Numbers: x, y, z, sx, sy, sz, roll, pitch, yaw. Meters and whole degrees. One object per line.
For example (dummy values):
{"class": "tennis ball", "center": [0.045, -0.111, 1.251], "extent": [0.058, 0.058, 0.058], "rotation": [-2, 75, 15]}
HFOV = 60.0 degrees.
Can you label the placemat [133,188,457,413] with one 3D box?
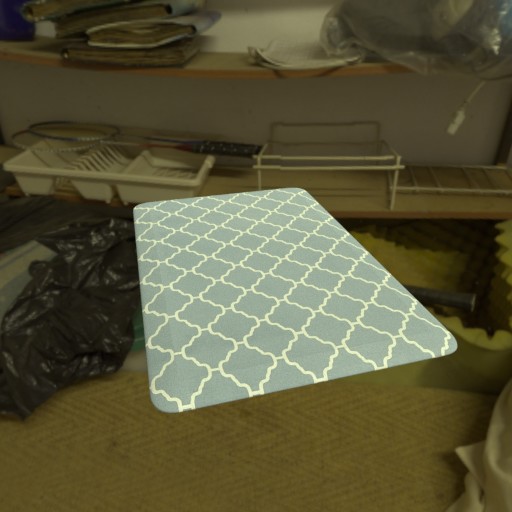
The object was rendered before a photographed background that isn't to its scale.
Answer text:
{"class": "placemat", "center": [0.000, 0.000, 0.982], "extent": [0.508, 0.021, 0.762], "rotation": [-8, 31, -13]}
